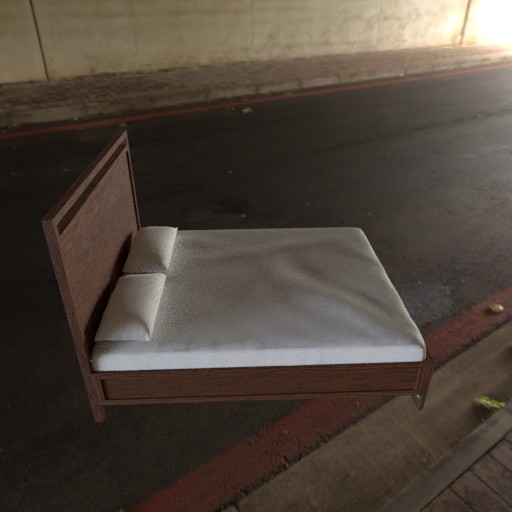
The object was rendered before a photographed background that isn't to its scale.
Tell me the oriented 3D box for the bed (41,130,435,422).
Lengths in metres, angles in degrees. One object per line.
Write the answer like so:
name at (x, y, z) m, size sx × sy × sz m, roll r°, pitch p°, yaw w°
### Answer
bed at (0.000, 0.000, 3.385) m, size 2.218 × 1.487 × 1.765 m, roll -1°, pitch 30°, yaw -2°
